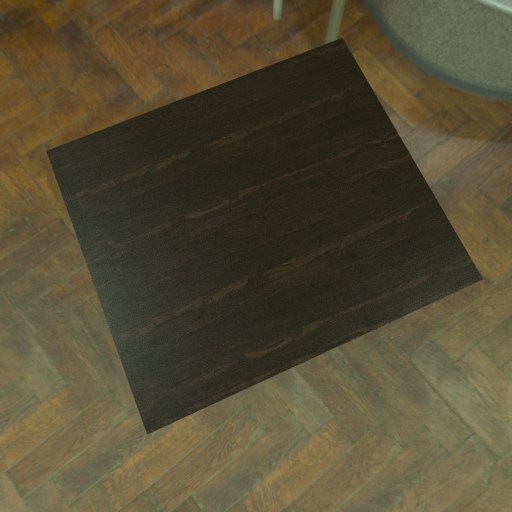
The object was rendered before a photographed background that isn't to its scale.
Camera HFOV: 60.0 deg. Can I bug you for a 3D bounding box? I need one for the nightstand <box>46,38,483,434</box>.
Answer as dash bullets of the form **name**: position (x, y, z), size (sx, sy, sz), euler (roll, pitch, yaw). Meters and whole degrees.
- **nightstand**: position (0.000, 0.000, 0.863), size (0.489, 0.487, 0.427), euler (-23, 77, -6)
